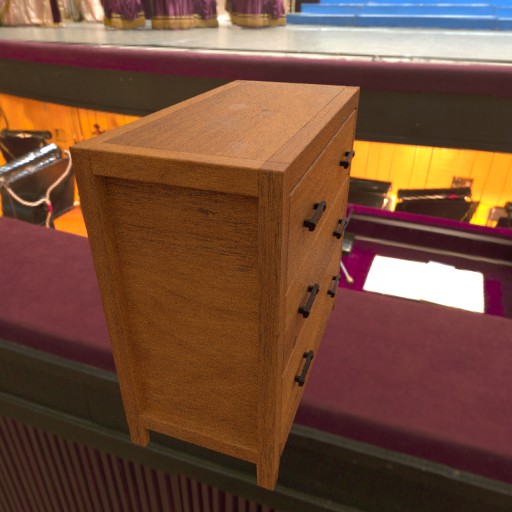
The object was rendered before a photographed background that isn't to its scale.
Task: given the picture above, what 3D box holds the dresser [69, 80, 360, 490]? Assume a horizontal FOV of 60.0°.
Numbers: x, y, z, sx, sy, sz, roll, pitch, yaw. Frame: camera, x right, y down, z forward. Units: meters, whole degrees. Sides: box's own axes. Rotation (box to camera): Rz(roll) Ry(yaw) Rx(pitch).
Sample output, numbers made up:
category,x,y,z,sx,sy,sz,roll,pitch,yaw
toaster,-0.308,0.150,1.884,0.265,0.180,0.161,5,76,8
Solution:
category,x,y,z,sx,sy,sz,roll,pitch,yaw
dresser,0.000,0.000,1.253,0.427,0.804,0.804,10,32,17
